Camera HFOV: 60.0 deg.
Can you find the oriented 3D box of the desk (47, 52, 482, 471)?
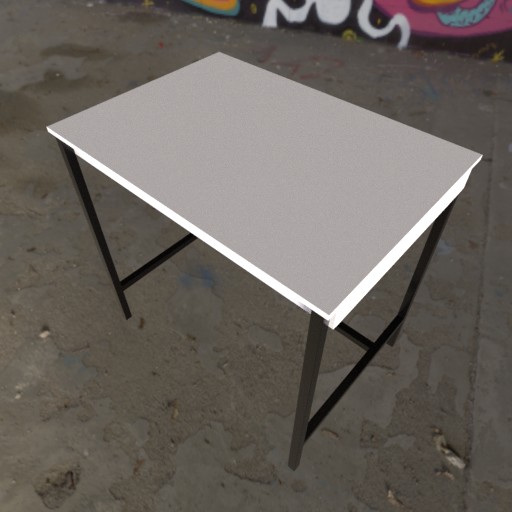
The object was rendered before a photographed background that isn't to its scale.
[{"bbox_3d":[0.000,0.000,1.283,0.811,0.766,0.573,33,55,27],"label":"desk"}]
